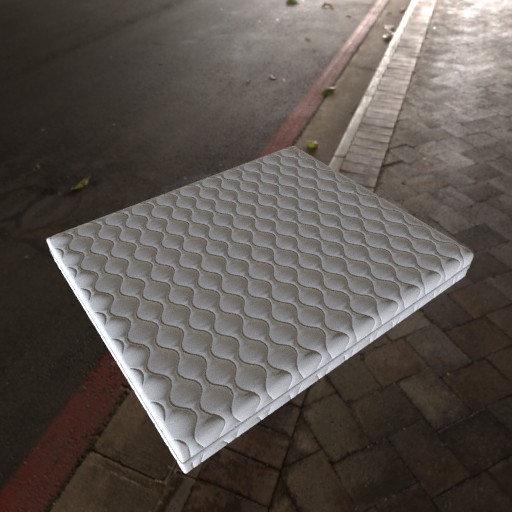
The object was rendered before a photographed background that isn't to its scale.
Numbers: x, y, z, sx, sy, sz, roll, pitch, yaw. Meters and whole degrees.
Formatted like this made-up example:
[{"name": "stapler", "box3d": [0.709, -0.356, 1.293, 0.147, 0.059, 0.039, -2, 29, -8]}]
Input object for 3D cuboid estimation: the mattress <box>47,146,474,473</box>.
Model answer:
[{"name": "mattress", "box3d": [0.000, 0.000, 2.596, 1.900, 0.200, 1.600, -26, 48, -27]}]
